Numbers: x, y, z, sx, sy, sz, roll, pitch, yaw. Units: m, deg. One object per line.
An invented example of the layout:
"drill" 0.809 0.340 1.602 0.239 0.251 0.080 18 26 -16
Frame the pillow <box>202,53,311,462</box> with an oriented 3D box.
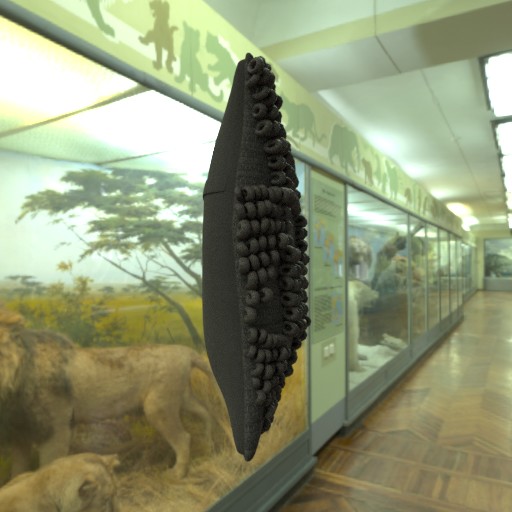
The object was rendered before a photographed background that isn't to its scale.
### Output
"pillow" 0.000 0.000 0.729 0.172 0.467 0.470 0 -1 0
